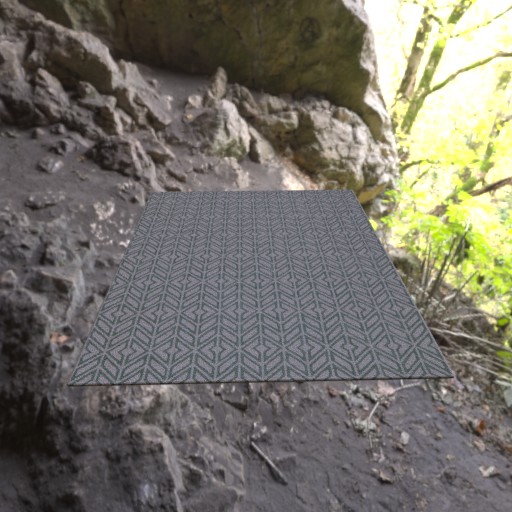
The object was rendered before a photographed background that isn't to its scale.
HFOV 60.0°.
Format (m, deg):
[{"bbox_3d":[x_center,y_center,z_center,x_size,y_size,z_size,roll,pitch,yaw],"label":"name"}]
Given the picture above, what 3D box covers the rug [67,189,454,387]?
[{"bbox_3d":[0.000,0.000,4.078,2.441,0.017,3.050,-1,31,-1],"label":"rug"}]
